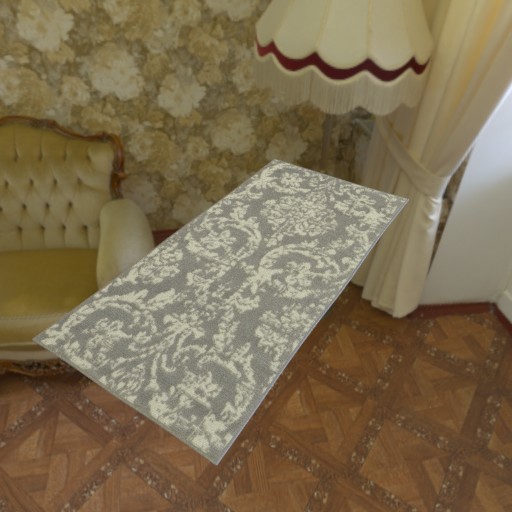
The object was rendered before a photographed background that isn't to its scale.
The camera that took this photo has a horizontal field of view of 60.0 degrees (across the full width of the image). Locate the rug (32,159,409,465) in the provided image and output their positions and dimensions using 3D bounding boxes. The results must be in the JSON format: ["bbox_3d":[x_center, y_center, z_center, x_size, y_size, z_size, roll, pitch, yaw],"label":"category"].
[{"bbox_3d":[0.000,0.000,1.424,0.604,0.007,1.219,22,44,25],"label":"rug"}]
